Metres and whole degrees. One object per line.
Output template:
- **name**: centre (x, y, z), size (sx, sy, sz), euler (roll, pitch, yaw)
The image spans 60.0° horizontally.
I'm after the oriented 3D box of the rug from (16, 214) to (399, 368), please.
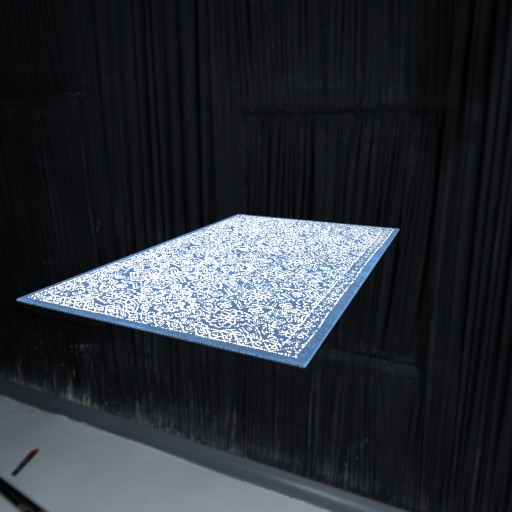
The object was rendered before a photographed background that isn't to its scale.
- **rug**: centre (0.000, 0.000, 2.976), size (1.526, 0.015, 2.441), euler (8, 18, 24)
